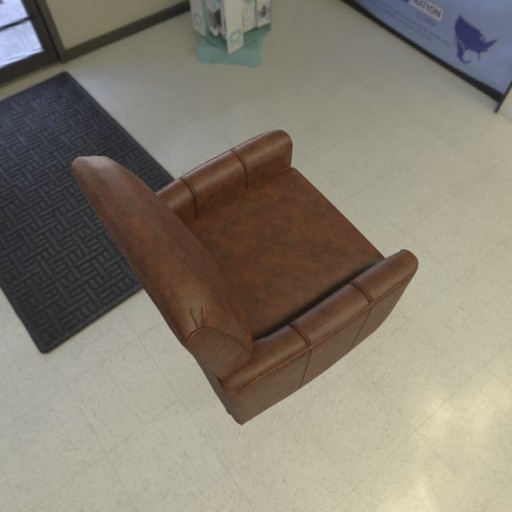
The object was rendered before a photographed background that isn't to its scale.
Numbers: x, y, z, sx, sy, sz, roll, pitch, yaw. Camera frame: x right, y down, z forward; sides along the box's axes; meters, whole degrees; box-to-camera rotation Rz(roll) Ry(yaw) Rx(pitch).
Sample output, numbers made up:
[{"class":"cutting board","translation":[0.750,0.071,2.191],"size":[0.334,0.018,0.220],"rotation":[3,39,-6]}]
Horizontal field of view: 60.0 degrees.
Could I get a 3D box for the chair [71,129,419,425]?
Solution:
[{"class":"chair","translation":[0.000,0.000,1.618],"size":[0.850,1.010,0.839],"rotation":[-31,63,-18]}]
